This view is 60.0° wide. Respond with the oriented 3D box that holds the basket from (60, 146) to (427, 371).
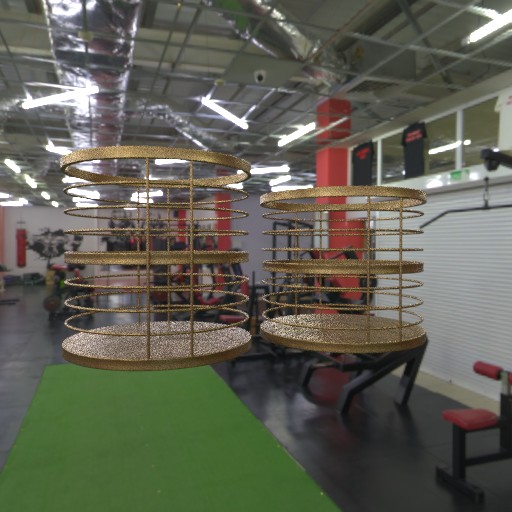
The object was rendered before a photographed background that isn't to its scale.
[{"bbox_3d":[0.000,0.000,0.923,0.746,0.351,0.356,0,1,-17],"label":"basket"}]
